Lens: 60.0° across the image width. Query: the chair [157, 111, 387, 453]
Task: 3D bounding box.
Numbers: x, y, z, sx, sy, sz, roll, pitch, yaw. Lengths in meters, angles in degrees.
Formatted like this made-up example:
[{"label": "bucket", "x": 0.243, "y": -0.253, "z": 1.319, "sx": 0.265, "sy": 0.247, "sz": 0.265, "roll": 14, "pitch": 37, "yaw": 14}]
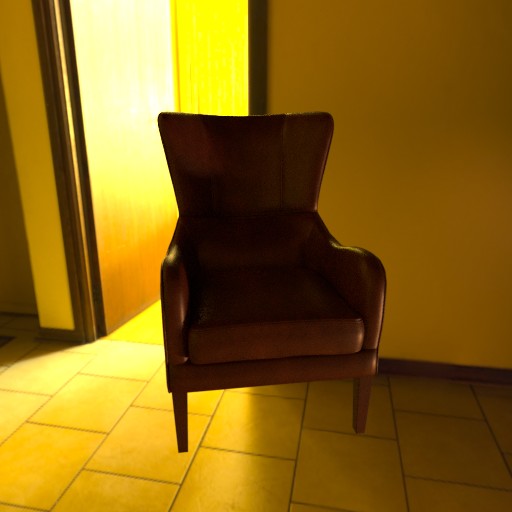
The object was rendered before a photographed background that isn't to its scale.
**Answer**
[{"label": "chair", "x": 0.000, "y": 0.000, "z": 1.673, "sx": 0.692, "sy": 1.048, "sz": 0.914, "roll": -3, "pitch": 17, "yaw": -8}]
